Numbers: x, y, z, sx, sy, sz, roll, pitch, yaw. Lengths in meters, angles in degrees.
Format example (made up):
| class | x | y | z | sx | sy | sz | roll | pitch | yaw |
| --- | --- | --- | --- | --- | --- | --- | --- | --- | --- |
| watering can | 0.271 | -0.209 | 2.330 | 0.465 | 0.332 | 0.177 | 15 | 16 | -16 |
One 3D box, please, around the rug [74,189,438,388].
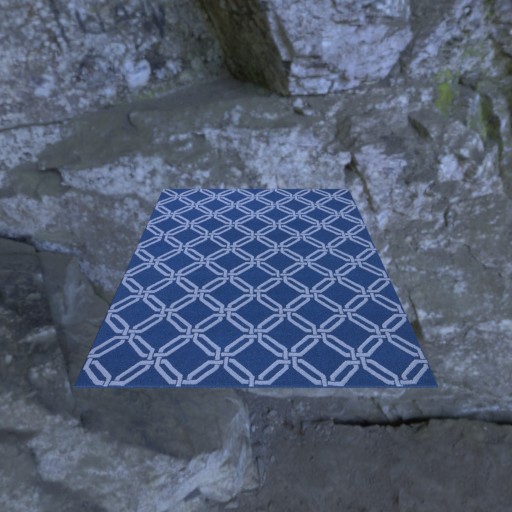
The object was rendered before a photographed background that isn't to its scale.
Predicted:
| class | x | y | z | sx | sy | sz | roll | pitch | yaw |
| --- | --- | --- | --- | --- | --- | --- | --- | --- | --- |
| rug | 0.000 | 0.000 | 4.369 | 2.432 | 0.018 | 3.342 | 0 | 32 | 0 |
